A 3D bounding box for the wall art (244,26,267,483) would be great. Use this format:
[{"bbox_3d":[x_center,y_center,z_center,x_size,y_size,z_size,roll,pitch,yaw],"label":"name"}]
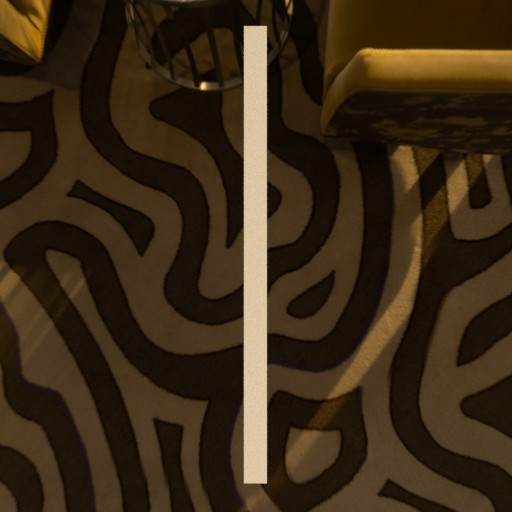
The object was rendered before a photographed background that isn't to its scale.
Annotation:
[{"bbox_3d":[0.000,0.000,1.119,0.038,0.762,0.762,0,89,0],"label":"wall art"}]
